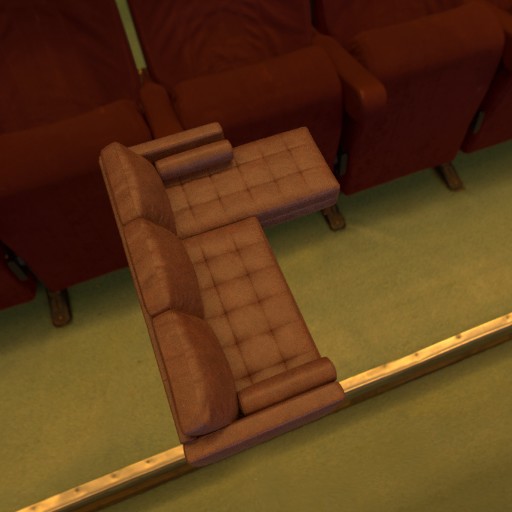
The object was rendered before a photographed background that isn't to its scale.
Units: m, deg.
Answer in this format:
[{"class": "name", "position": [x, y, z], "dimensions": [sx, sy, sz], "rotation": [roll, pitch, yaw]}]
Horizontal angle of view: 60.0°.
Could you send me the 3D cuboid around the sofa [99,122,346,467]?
[{"class": "sofa", "position": [0.000, 0.000, 3.014], "dimensions": [1.613, 0.841, 2.185], "rotation": [-19, 65, -9]}]
